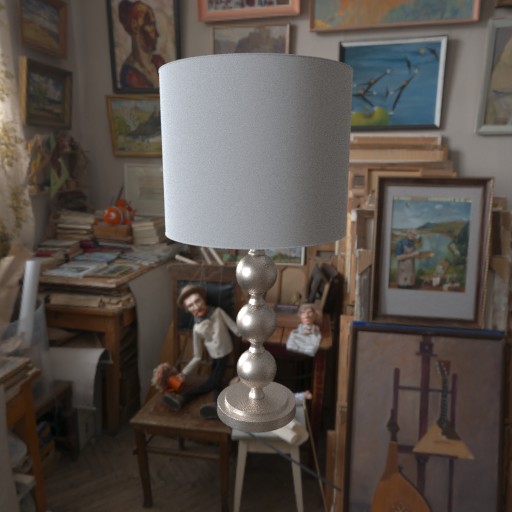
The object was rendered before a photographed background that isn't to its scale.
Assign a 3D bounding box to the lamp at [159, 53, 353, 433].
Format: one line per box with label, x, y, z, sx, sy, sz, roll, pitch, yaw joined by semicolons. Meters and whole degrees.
lamp;0.000;0.000;0.699;0.277;0.538;0.277;-7;15;-27
